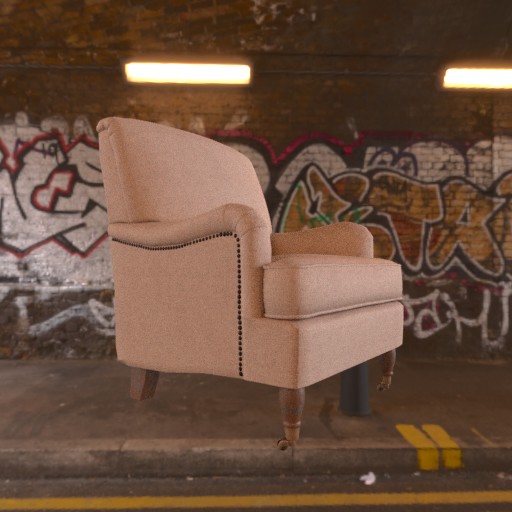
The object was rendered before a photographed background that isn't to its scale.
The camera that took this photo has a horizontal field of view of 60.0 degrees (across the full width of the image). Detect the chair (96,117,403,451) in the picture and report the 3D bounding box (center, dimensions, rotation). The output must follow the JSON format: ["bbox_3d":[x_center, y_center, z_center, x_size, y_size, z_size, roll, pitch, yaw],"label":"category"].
[{"bbox_3d":[0.000,0.000,1.786,0.953,1.119,0.879,-1,-1,37],"label":"chair"}]
